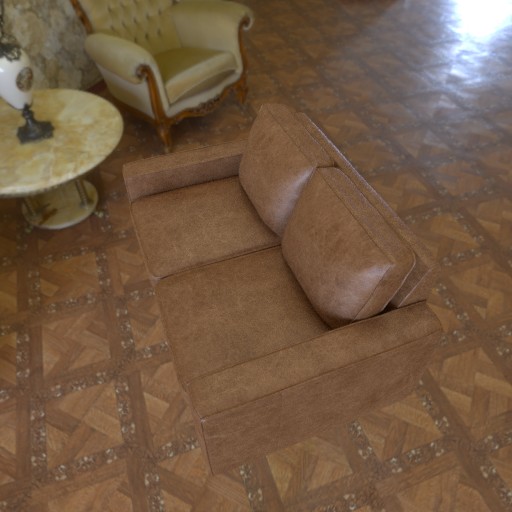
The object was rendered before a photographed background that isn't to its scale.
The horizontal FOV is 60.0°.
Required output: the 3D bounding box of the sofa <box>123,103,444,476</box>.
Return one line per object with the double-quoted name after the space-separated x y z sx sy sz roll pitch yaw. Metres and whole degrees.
0.000 0.000 2.124 1.020 0.896 1.532 -15 49 -14 "sofa"
